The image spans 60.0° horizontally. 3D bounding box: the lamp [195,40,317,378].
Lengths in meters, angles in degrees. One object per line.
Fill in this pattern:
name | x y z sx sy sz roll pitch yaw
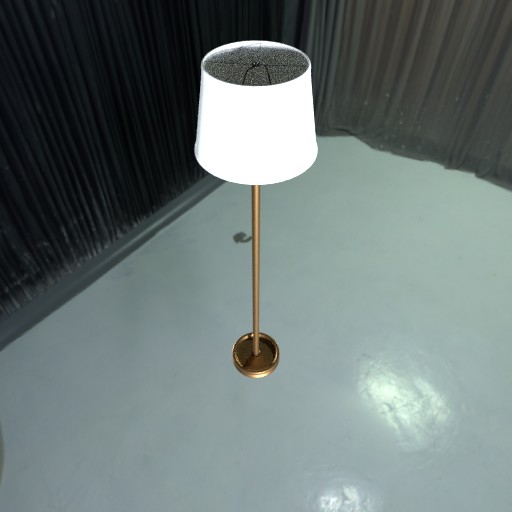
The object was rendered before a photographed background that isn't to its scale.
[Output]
lamp | 0.000 0.000 0.815 0.178 0.710 0.178 0 47 0
